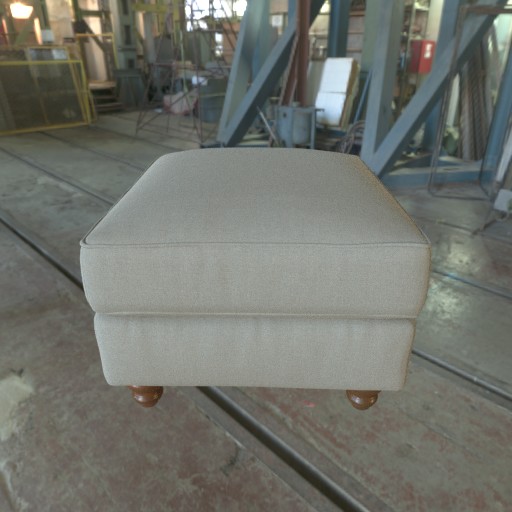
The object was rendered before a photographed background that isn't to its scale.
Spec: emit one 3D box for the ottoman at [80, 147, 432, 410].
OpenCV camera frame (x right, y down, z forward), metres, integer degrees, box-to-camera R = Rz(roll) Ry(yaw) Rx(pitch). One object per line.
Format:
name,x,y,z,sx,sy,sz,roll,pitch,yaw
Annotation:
ottoman,0.000,0.000,1.155,0.662,0.505,0.716,0,26,1
